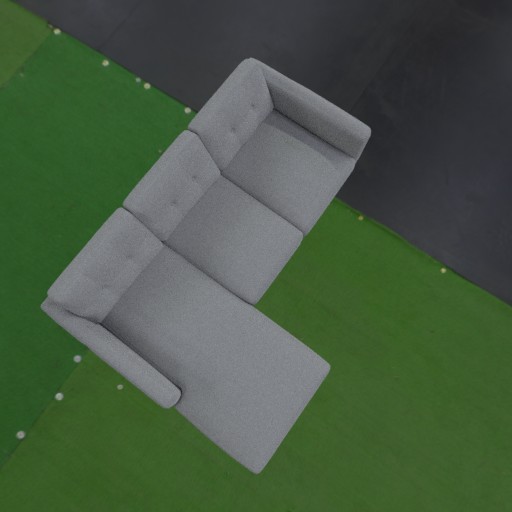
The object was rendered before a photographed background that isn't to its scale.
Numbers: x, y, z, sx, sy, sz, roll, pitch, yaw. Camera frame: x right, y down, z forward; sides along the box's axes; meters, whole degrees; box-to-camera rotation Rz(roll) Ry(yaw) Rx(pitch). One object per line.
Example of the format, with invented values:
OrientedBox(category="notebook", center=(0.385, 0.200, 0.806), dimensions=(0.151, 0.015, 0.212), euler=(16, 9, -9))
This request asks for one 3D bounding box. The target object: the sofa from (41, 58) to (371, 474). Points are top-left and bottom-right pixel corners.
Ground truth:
OrientedBox(category="sofa", center=(0.000, 0.000, 2.757), dimensions=(1.530, 0.860, 2.040), euler=(36, 80, 8))
